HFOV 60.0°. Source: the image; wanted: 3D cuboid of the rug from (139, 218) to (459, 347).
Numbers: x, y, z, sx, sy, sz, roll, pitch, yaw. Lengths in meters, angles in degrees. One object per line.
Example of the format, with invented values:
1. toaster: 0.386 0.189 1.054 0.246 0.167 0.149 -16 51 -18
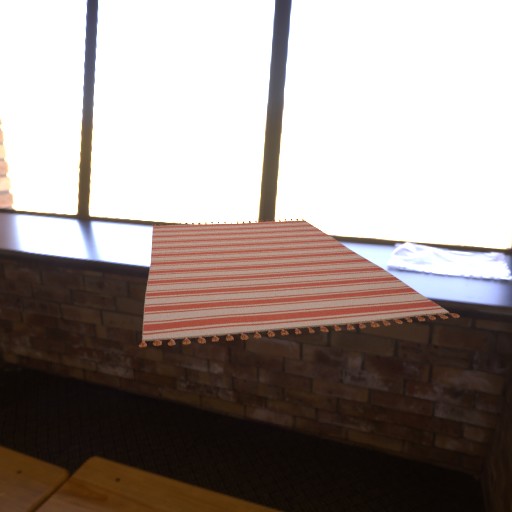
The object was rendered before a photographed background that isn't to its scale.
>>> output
1. rug: 0.000 0.000 2.600 1.232 0.017 2.092 -3 16 -11
